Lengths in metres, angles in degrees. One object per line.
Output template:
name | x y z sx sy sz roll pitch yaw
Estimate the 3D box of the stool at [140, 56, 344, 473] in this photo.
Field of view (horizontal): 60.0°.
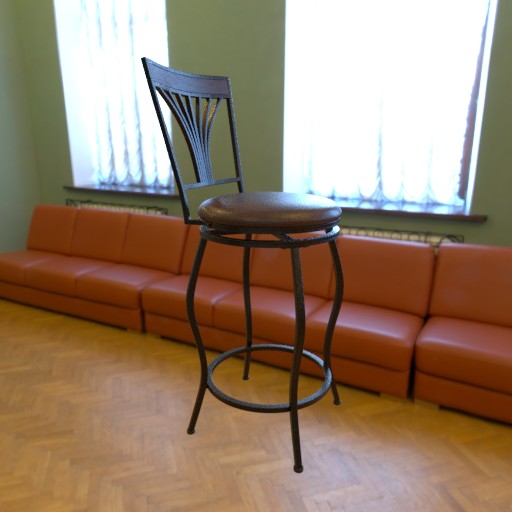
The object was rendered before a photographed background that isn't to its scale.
stool | 0.000 0.000 1.379 0.514 1.117 0.433 7 16 26
